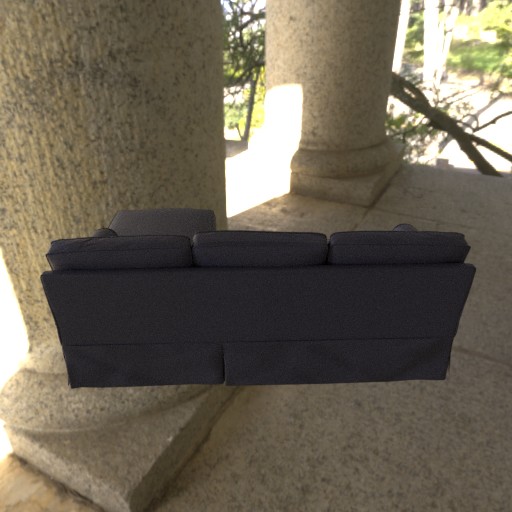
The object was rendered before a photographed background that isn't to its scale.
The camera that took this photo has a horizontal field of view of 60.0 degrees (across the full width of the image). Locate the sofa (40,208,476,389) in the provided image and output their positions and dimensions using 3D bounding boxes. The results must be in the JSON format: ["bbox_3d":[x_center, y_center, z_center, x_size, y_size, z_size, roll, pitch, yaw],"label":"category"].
[{"bbox_3d":[0.000,0.000,3.348,2.518,1.039,1.637,-1,30,-2],"label":"sofa"}]
